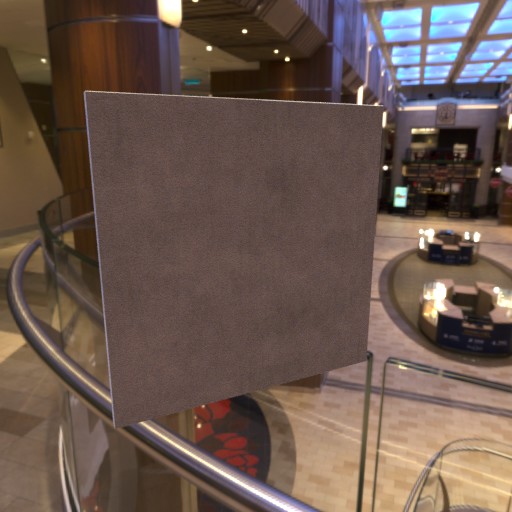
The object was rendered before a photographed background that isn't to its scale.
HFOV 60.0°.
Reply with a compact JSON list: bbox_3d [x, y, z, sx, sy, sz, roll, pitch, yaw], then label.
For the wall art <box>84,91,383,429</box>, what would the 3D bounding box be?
[{"bbox_3d":[0.000,0.000,0.991,0.664,0.661,0.020,-7,16,-26],"label":"wall art"}]
